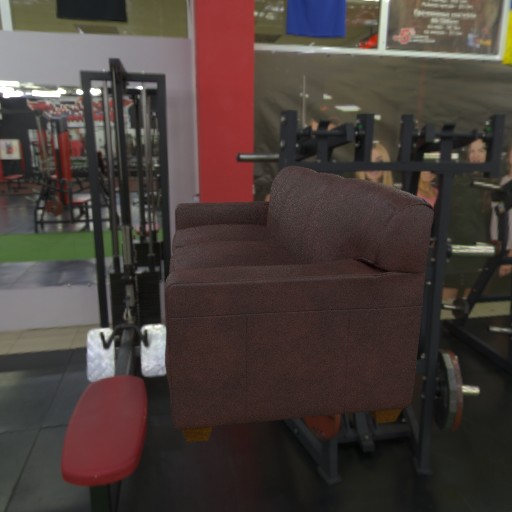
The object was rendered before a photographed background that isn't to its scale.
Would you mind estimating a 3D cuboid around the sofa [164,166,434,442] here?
[{"bbox_3d":[0.000,0.000,2.554,1.008,0.953,2.039,-2,15,-9],"label":"sofa"}]
